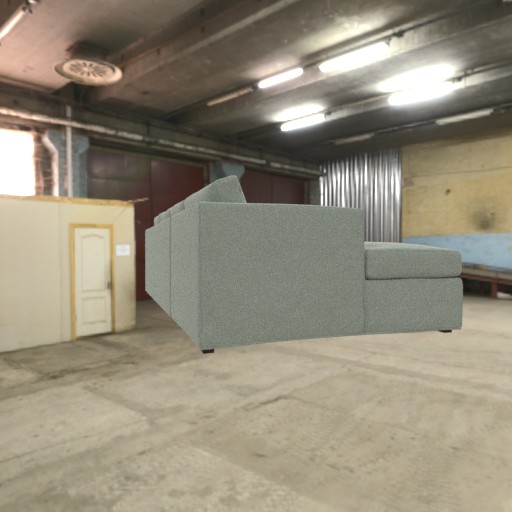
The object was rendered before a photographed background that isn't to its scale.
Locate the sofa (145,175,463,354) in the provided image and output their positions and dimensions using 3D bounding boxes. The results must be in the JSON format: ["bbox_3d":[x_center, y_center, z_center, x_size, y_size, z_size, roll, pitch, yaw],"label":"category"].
[{"bbox_3d":[0.000,0.000,3.887,1.650,0.922,3.205,0,1,-19],"label":"sofa"}]
